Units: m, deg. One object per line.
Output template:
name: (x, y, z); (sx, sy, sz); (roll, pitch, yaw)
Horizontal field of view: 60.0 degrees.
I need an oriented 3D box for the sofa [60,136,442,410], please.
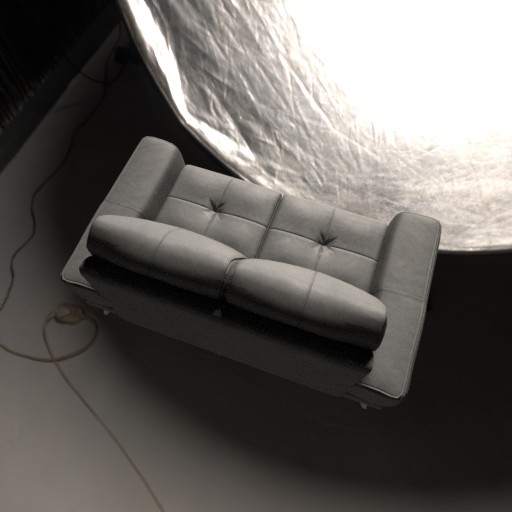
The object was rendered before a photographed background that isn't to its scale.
sofa: (0.000, 0.000, 2.373); (1.806, 0.907, 1.018); (18, 64, 9)
